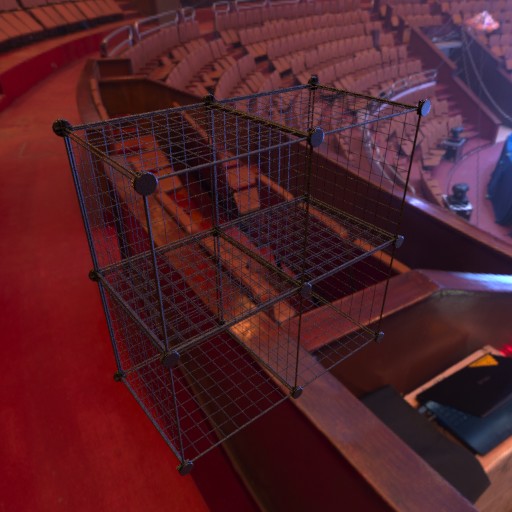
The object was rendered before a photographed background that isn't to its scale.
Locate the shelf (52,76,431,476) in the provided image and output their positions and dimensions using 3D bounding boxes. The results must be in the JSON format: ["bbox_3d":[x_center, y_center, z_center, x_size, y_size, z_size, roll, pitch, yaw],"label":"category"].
[{"bbox_3d":[0.000,0.000,1.098,0.711,0.711,0.356,-23,39,-32],"label":"shelf"}]
